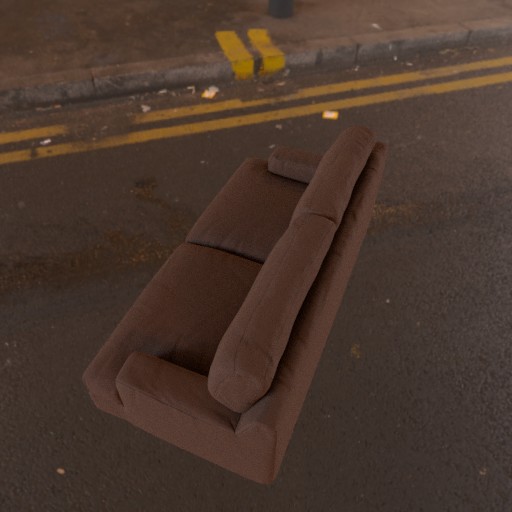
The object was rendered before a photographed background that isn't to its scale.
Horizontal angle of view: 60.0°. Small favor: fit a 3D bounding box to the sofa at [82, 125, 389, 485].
[{"bbox_3d":[0.000,0.000,2.835,1.140,0.950,2.274,17,49,16],"label":"sofa"}]
